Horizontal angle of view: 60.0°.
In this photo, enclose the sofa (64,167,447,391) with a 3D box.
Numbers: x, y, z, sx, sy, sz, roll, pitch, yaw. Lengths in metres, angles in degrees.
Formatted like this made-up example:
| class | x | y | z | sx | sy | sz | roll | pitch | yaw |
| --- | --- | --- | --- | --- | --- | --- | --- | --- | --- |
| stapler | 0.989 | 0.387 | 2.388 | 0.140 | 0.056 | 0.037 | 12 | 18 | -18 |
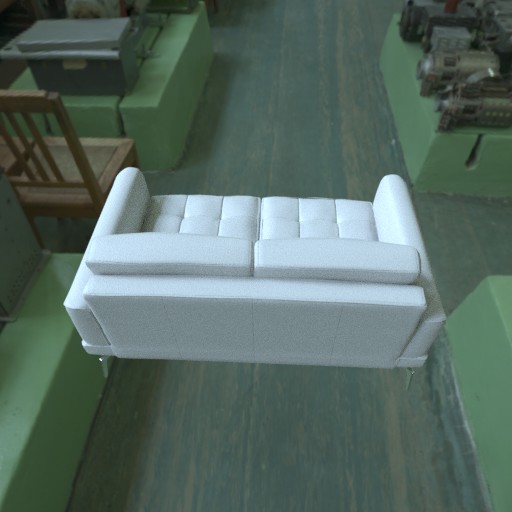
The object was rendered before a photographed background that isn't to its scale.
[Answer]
| class | x | y | z | sx | sy | sz | roll | pitch | yaw |
| --- | --- | --- | --- | --- | --- | --- | --- | --- | --- |
| sofa | 0.000 | 0.000 | 2.500 | 1.819 | 0.930 | 1.121 | 2 | 48 | 2 |
